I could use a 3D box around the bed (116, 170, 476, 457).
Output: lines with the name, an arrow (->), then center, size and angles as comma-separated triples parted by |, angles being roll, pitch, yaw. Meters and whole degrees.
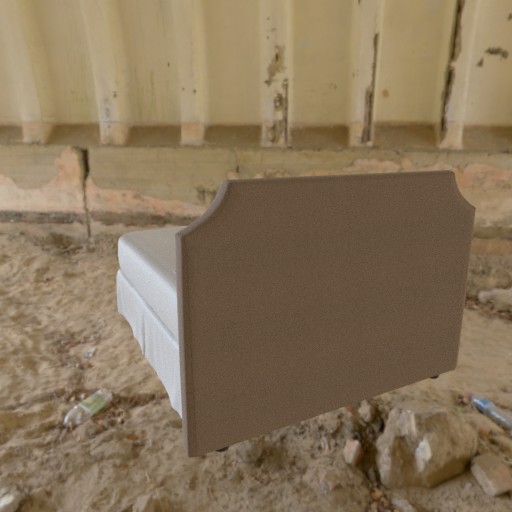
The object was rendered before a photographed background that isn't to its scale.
bed -> 0.000, 0.000, 3.215 | 1.828, 1.303, 2.164 | -8, 16, -27
